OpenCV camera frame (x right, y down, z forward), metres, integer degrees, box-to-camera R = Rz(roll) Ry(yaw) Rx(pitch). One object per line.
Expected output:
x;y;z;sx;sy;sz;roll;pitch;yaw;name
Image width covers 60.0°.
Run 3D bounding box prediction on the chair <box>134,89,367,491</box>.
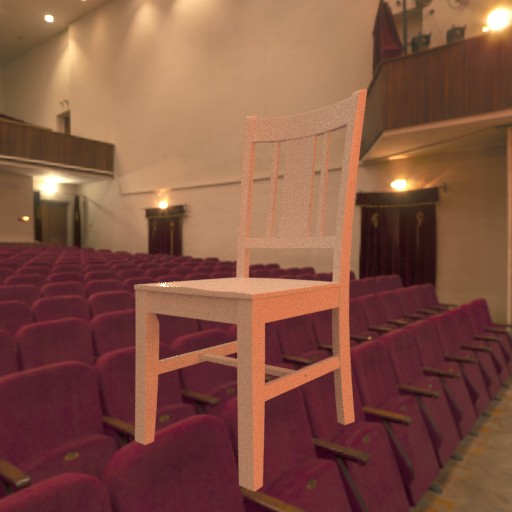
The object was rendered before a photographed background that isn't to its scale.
0.000;0.000;1.275;0.450;0.998;0.555;1;1;38;chair
